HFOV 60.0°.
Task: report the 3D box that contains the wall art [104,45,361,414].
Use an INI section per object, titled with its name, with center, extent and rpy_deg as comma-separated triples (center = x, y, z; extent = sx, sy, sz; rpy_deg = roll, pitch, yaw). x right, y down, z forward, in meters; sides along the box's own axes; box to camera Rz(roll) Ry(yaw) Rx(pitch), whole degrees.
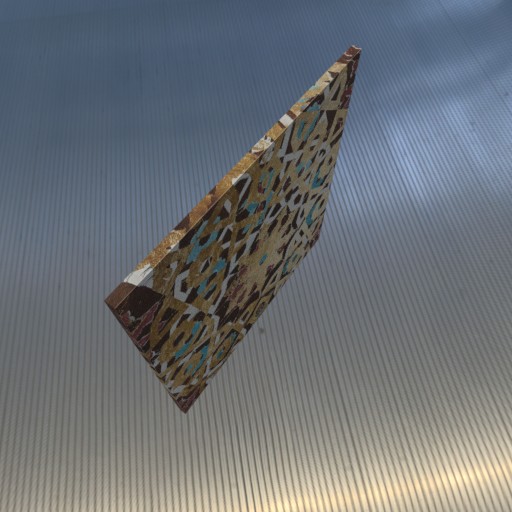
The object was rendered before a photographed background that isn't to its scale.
[wall art]
center = 0.000, 0.000, 1.142
extent = 0.028, 0.762, 0.757
rpy_deg = 31, 64, 17
